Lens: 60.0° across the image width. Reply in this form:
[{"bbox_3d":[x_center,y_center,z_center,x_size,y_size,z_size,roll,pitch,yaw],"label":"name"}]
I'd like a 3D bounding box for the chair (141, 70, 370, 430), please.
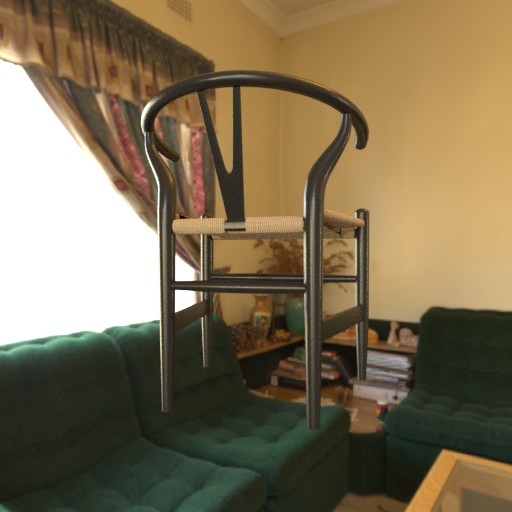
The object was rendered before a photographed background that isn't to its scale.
[{"bbox_3d":[0.000,0.000,1.150,0.570,0.739,0.570,0,0,17],"label":"chair"}]
